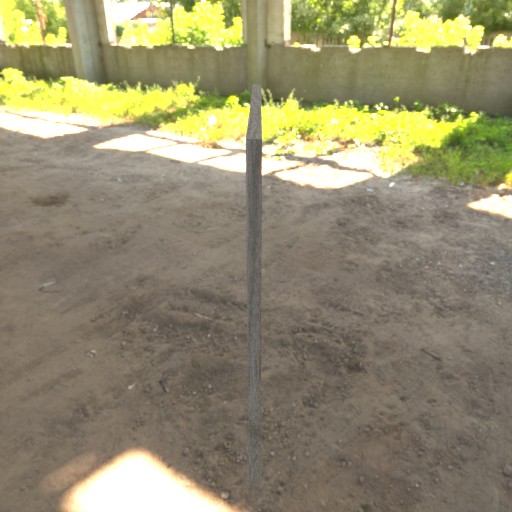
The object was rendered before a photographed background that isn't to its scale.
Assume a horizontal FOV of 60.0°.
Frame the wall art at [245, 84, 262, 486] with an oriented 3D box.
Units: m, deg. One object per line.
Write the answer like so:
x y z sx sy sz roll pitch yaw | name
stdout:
0.000 0.000 0.768 0.016 0.507 0.508 0 27 0 | wall art
